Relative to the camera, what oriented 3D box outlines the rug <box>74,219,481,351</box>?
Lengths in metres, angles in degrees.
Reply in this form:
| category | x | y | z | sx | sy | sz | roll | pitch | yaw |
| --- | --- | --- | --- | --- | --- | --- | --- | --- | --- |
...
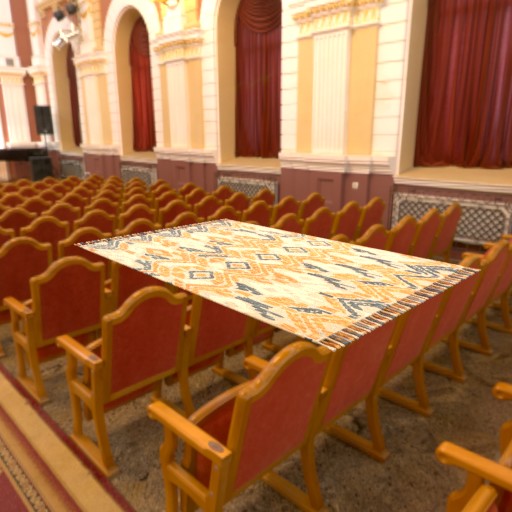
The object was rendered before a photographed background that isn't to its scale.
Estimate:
| category | x | y | z | sx | sy | sz | roll | pitch | yaw |
| --- | --- | --- | --- | --- | --- | --- | --- | --- | --- |
| rug | 0.000 | 0.000 | 3.057 | 1.533 | 0.010 | 2.428 | -14 | 21 | -43 |
